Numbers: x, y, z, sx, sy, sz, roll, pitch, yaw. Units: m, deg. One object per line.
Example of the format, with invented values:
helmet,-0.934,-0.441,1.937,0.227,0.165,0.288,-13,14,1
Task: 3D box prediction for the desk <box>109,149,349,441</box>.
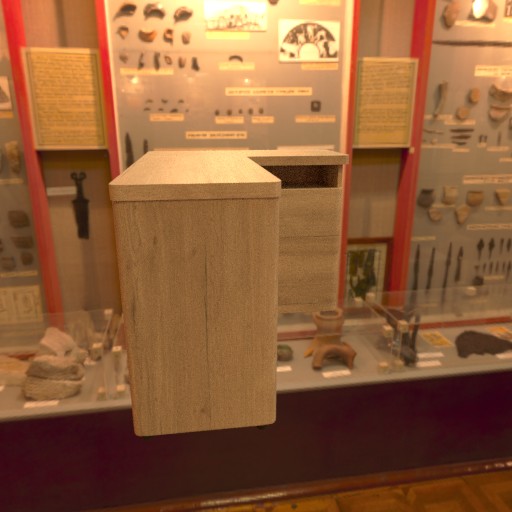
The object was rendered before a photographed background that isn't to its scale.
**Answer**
desk,0.000,0.000,1.804,0.900,0.760,1.169,-2,17,-8
